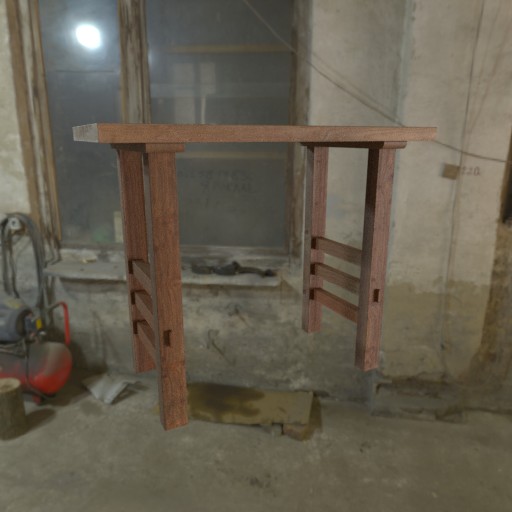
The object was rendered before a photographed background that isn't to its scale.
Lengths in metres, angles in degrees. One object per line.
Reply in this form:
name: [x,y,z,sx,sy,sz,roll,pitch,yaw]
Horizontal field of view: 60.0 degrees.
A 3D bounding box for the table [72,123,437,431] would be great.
table: [0.000,0.000,1.637,1.119,0.914,0.556,-8,17,-26]
